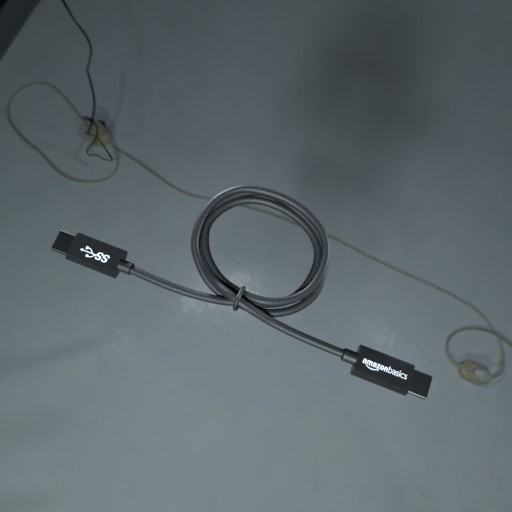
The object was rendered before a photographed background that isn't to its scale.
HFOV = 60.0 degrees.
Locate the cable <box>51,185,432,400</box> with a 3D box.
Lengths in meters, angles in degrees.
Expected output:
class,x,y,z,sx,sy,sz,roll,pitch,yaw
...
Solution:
class,x,y,z,sx,sy,sz,roll,pitch,yaw
cable,0.000,0.000,0.209,0.186,0.014,0.070,21,76,5
